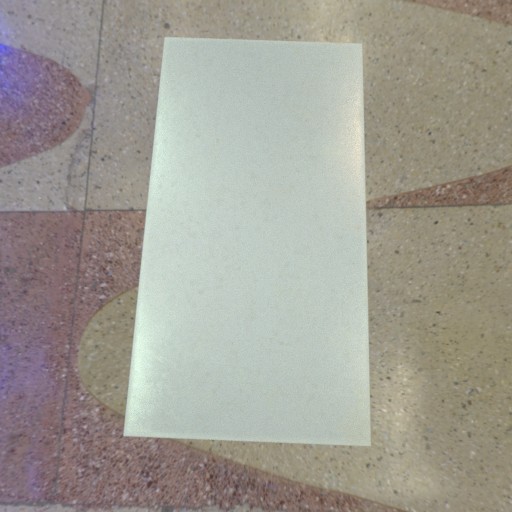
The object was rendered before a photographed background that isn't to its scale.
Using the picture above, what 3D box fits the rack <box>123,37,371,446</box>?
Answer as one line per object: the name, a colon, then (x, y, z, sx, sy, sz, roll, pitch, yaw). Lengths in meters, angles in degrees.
rack: (0.000, 0.000, 1.657, 0.613, 0.880, 1.159, 2, 76, 1)
